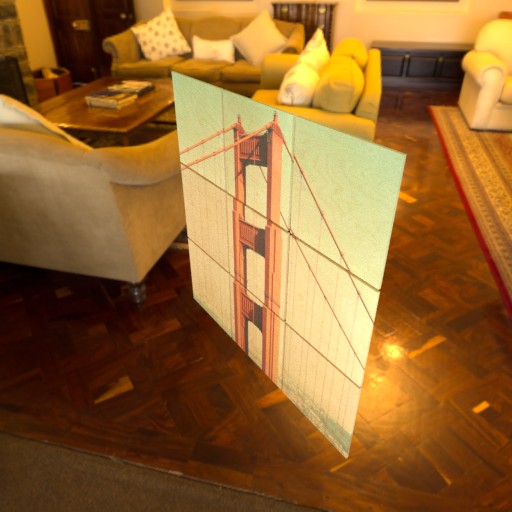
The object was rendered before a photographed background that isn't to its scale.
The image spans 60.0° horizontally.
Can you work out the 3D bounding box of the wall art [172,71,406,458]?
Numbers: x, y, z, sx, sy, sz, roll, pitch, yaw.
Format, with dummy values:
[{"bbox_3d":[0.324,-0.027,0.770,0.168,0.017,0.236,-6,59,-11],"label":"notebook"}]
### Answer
[{"bbox_3d":[0.000,0.000,2.240,0.013,1.523,1.517,-21,39,-29],"label":"wall art"}]
